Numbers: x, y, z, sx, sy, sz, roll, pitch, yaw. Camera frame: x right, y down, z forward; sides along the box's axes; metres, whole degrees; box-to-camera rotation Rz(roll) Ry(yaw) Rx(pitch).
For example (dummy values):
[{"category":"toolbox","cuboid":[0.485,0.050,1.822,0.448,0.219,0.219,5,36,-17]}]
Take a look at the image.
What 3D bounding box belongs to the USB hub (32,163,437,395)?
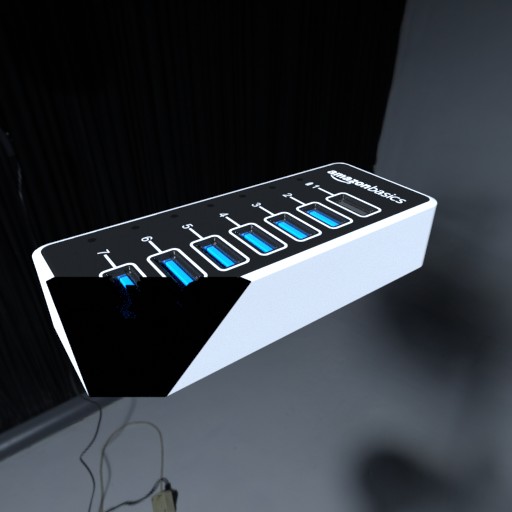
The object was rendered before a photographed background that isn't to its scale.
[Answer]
[{"category":"USB hub","cuboid":[0.000,0.000,0.129,0.110,0.023,0.044,-21,38,-30]}]
